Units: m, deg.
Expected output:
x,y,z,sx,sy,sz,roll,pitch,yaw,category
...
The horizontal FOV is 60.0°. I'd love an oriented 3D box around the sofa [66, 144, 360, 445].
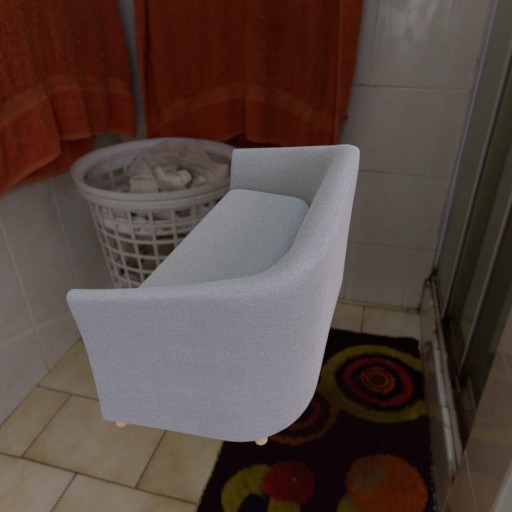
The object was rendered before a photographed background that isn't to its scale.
x,y,z,sx,sy,sz,roll,pitch,yaw,category
0.000,0.000,1.866,0.705,0.721,1.452,9,31,15,sofa
